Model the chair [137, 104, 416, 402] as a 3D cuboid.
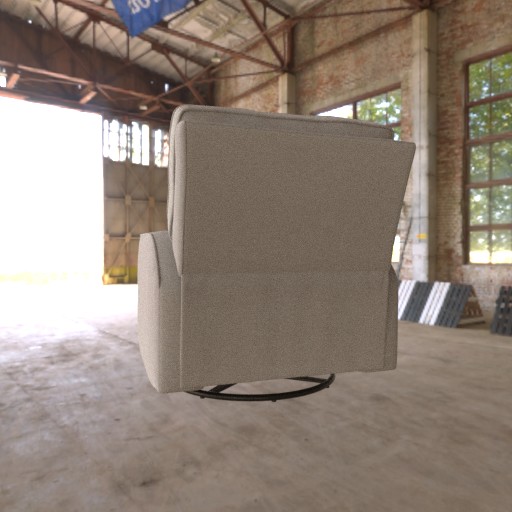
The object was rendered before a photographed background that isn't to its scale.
[{"bbox_3d":[0.000,0.000,1.729,0.861,0.964,0.969,0,1,-19],"label":"chair"}]
